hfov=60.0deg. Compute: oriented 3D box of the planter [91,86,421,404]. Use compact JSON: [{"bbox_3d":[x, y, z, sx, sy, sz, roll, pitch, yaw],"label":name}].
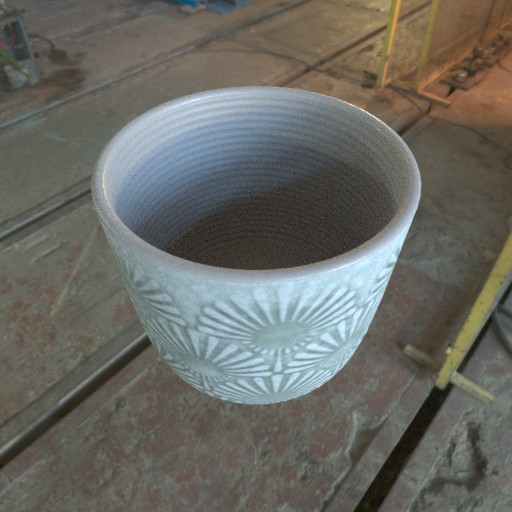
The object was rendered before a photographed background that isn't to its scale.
[{"bbox_3d":[0.000,0.000,0.210,0.124,0.109,0.124,0,46,0],"label":"planter"}]
